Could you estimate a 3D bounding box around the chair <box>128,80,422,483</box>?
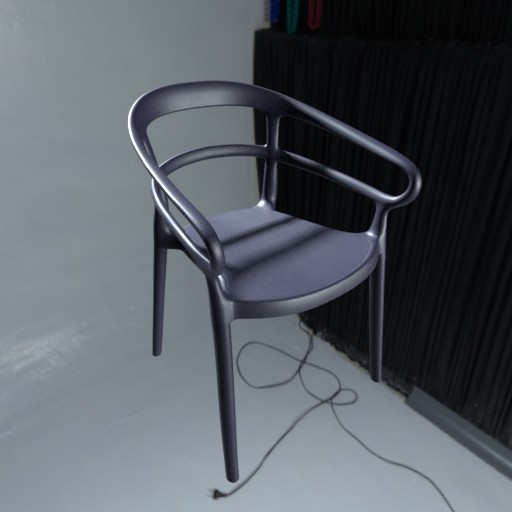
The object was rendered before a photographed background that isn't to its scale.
[{"bbox_3d":[0.000,0.000,1.101,0.559,0.761,0.527,-20,35,-32],"label":"chair"}]
